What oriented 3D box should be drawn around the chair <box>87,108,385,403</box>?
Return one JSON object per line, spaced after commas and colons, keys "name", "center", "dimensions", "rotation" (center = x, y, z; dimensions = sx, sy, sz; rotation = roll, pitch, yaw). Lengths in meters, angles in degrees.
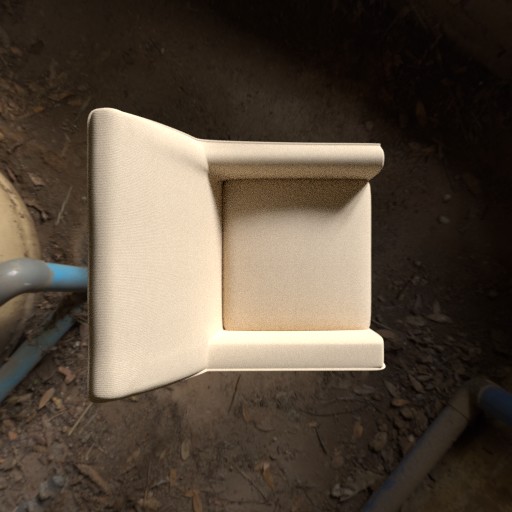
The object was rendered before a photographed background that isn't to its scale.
{"name": "chair", "center": [0.000, 0.000, 1.591], "dimensions": [0.899, 0.919, 0.780], "rotation": [0, 90, -1]}
